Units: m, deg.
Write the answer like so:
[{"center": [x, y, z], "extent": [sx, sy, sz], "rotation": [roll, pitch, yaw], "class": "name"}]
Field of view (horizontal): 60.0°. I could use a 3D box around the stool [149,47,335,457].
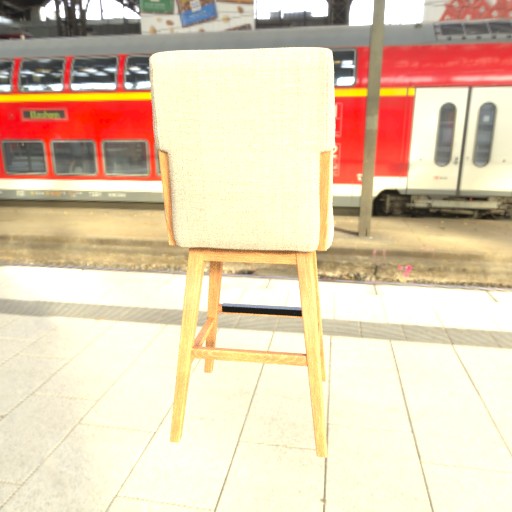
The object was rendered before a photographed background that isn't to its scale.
[{"center": [0.000, 0.000, 1.386], "extent": [0.483, 1.106, 0.569], "rotation": [2, 15, 8], "class": "stool"}]
